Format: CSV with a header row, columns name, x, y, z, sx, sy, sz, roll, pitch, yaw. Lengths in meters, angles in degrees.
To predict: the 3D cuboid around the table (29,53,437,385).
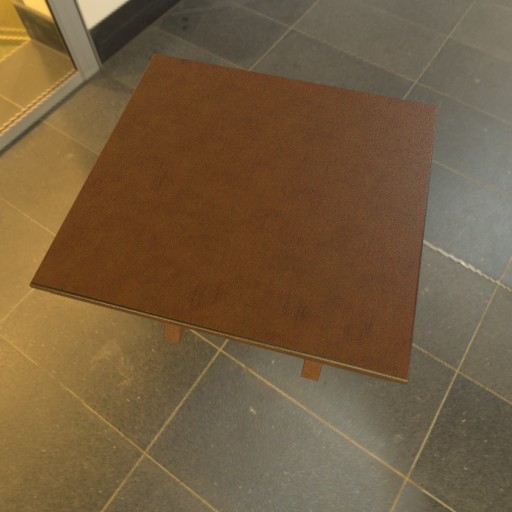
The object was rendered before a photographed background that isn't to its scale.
name,x,y,z,sx,sy,sz,roll,pitch,yaw
table,0.000,0.000,1.040,0.602,0.562,0.560,13,64,7
